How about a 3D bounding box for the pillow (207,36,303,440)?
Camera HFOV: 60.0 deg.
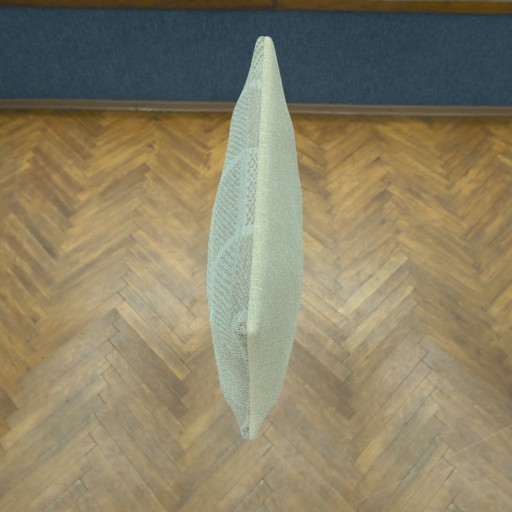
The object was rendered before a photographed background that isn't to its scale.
[{"bbox_3d":[0.000,0.000,0.659,0.138,0.432,0.436,2,56,1],"label":"pillow"}]
